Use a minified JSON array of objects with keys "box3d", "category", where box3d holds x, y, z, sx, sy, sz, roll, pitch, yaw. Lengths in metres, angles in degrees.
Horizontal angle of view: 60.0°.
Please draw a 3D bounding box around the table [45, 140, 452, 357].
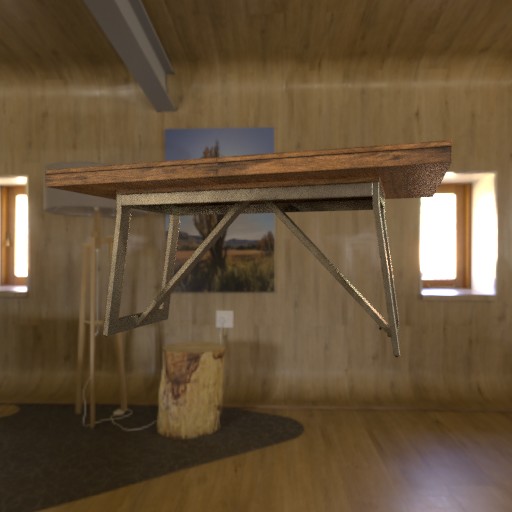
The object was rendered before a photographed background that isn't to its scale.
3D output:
[{"box3d":[0.000,0.000,2.132,1.641,0.757,0.931,0,0,18],"category":"table"}]
